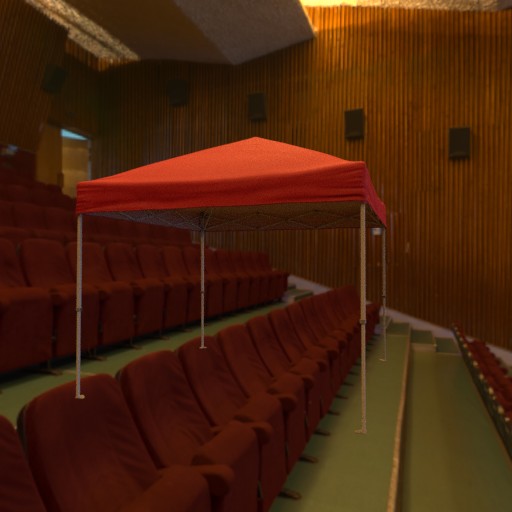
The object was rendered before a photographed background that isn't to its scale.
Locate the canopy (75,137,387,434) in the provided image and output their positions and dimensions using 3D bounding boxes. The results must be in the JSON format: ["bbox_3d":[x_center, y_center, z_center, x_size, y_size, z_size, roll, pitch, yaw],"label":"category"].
[{"bbox_3d":[0.000,0.000,5.559,2.998,2.997,2.996,0,-1,19],"label":"canopy"}]
